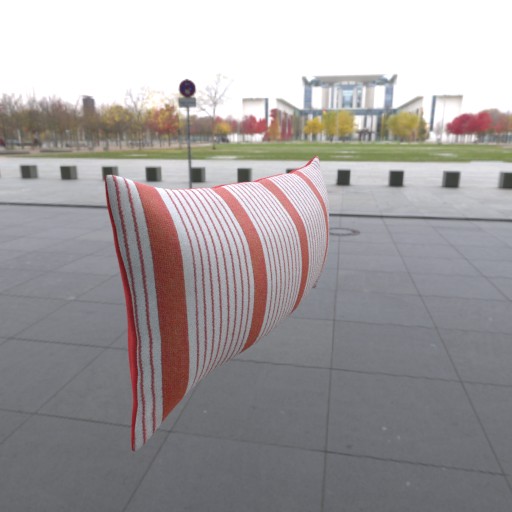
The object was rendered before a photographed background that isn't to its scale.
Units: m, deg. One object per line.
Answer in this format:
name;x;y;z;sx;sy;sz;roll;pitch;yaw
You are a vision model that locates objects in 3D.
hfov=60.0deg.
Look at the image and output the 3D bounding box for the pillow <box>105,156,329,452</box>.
pillow;0.000;0.000;0.705;0.151;0.297;0.608;7;16;25
